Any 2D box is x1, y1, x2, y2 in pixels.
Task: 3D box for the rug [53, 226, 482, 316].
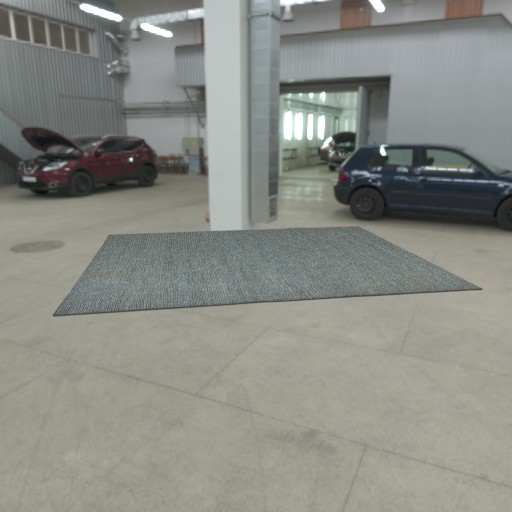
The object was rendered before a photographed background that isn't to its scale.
[{"bbox_3d":[0.000,0.000,4.254,3.068,0.021,2.456,-3,15,-9],"label":"rug"}]
